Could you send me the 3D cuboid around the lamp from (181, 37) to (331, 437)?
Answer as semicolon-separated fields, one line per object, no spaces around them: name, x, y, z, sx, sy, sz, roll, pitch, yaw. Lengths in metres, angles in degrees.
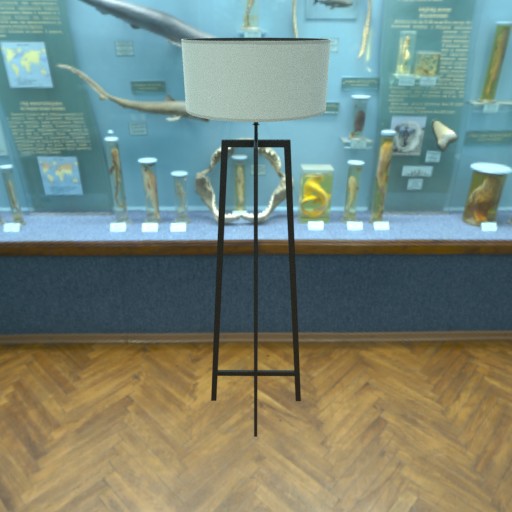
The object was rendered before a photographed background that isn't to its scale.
lamp;0.000;0.000;1.718;0.456;1.510;0.457;0;27;0
